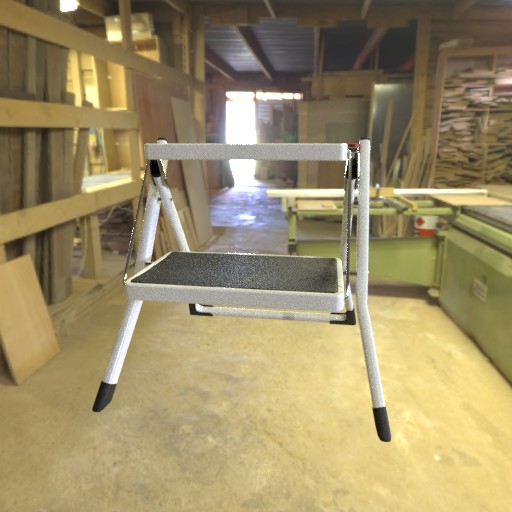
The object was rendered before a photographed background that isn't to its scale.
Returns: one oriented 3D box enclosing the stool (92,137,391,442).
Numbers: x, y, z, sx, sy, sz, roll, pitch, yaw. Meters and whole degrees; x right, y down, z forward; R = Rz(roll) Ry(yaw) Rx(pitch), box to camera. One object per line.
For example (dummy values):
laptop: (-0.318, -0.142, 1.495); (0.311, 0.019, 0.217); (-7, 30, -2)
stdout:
stool: (0.000, 0.000, 0.858); (0.485, 0.445, 0.490); (2, 14, 9)
